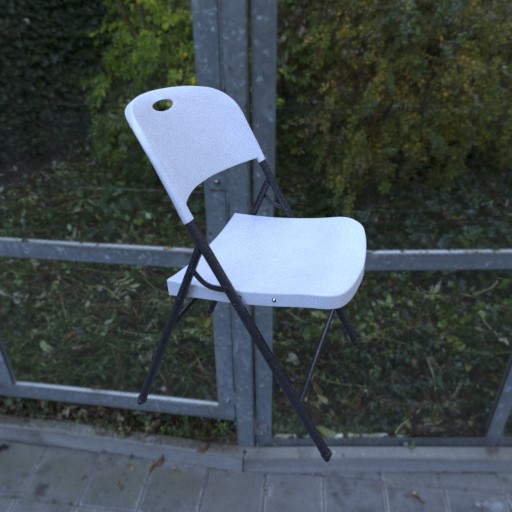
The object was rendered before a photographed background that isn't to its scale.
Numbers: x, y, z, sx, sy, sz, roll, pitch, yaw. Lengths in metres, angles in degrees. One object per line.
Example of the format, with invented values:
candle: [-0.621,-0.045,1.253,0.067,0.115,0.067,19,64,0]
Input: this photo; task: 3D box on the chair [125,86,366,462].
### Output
chair: [0.000,0.000,1.186,0.566,0.810,0.494,10,30,17]
